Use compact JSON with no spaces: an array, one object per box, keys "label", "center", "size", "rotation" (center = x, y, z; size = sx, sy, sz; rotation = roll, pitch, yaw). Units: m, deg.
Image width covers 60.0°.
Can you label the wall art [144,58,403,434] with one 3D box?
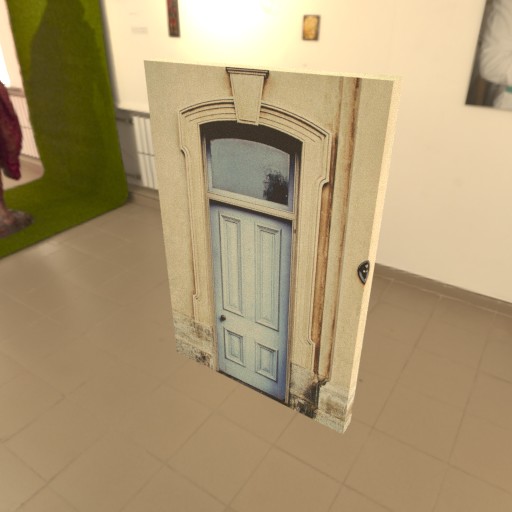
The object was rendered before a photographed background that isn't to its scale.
[{"label":"wall art","center":[0.000,0.000,0.770],"size":[0.403,0.607,0.036],"rotation":[18,34,28]}]
